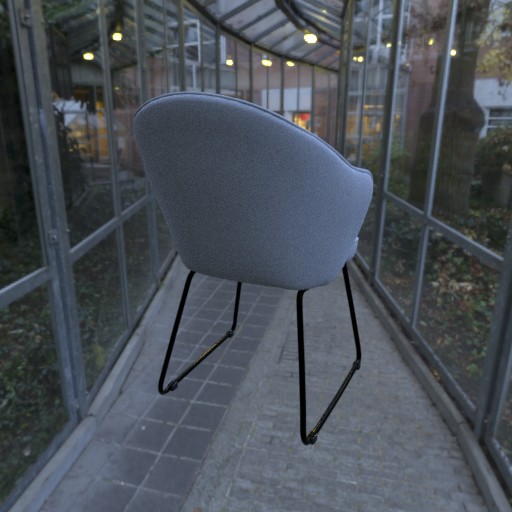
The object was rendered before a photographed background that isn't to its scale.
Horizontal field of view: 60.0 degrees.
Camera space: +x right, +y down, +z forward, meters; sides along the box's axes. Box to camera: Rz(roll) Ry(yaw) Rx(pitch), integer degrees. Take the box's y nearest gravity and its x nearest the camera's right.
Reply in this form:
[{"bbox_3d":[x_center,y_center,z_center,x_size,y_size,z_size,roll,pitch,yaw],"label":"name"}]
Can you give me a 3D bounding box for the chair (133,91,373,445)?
[{"bbox_3d":[0.000,0.000,1.221,0.570,0.817,0.592,8,18,26],"label":"chair"}]
